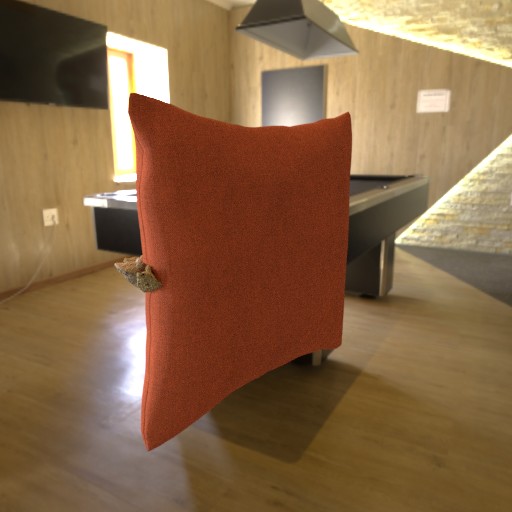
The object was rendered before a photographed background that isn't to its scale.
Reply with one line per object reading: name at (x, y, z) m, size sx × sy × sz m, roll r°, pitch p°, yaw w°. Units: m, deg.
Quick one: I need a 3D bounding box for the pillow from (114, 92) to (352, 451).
pillow at (0.000, 0.000, 0.743) m, size 0.165 × 0.482 × 0.490 m, roll 14°, pitch 20°, yaw 43°
